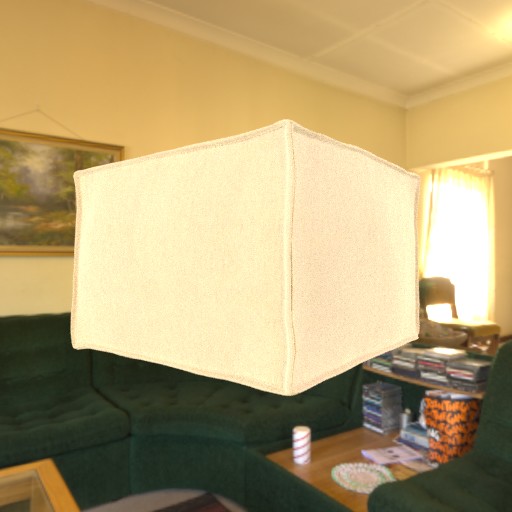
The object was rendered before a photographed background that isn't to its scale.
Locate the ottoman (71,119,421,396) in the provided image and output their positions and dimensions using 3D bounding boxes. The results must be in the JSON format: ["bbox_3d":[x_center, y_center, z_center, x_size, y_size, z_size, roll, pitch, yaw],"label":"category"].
[{"bbox_3d":[0.000,0.000,1.176,0.696,0.470,0.707,0,0,37],"label":"ottoman"}]
